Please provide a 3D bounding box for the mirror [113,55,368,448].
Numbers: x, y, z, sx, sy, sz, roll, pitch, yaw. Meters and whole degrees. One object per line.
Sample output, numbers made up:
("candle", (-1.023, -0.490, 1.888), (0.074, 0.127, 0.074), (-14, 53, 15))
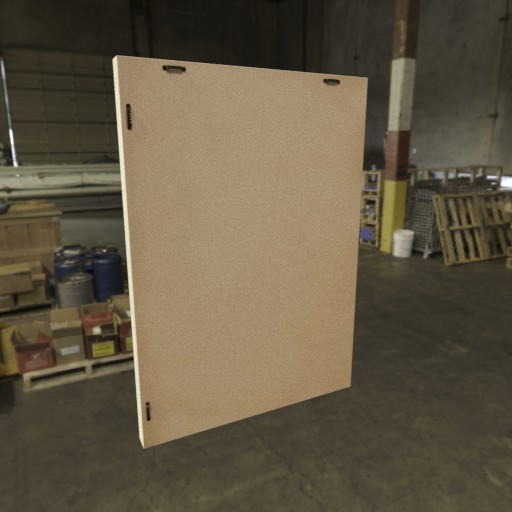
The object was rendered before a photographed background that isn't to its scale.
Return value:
("mirror", (0.000, 0.000, 0.904), (0.507, 0.710, 0.040), (-7, 15, -26))
